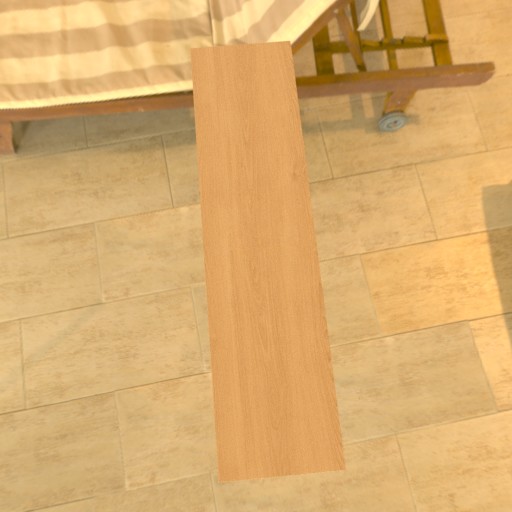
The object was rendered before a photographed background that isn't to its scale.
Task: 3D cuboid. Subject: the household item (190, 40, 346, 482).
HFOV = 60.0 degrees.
[{"bbox_3d":[0.000,0.000,1.789,0.400,0.600,1.550,-5,76,-1],"label":"household item"}]
